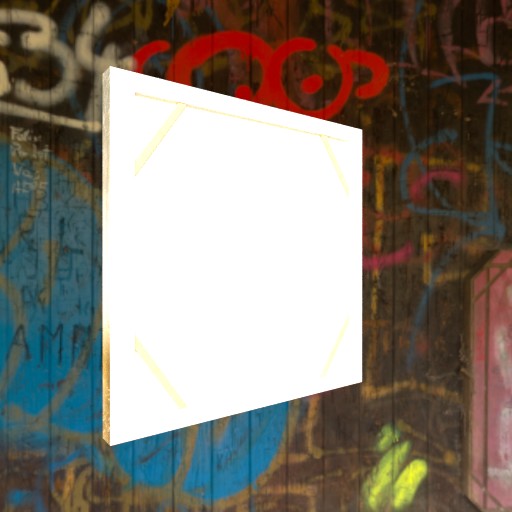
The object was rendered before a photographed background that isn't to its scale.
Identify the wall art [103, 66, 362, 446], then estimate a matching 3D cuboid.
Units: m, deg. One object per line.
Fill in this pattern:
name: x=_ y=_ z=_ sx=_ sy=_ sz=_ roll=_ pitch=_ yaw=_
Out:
wall art: x=0.000 y=0.000 z=0.907 sx=0.610 sy=0.610 sz=0.038 roll=0 pitch=0 yaw=-36
